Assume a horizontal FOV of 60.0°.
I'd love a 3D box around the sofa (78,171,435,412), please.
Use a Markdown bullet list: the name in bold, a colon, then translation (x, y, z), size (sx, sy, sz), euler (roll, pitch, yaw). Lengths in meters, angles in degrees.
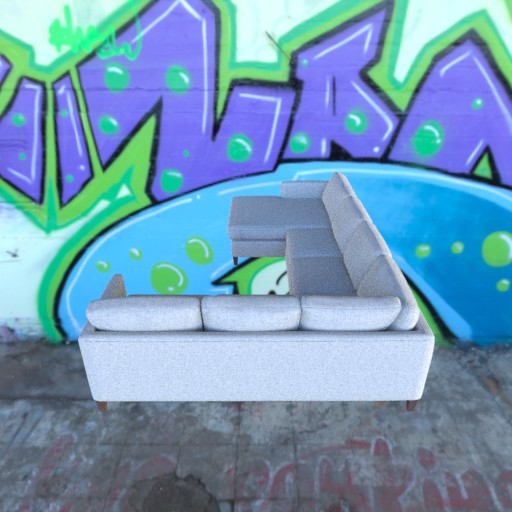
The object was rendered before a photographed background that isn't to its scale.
- **sofa**: translation (0.000, 0.000, 4.758), size (2.593, 0.959, 3.460), euler (0, 28, 0)
